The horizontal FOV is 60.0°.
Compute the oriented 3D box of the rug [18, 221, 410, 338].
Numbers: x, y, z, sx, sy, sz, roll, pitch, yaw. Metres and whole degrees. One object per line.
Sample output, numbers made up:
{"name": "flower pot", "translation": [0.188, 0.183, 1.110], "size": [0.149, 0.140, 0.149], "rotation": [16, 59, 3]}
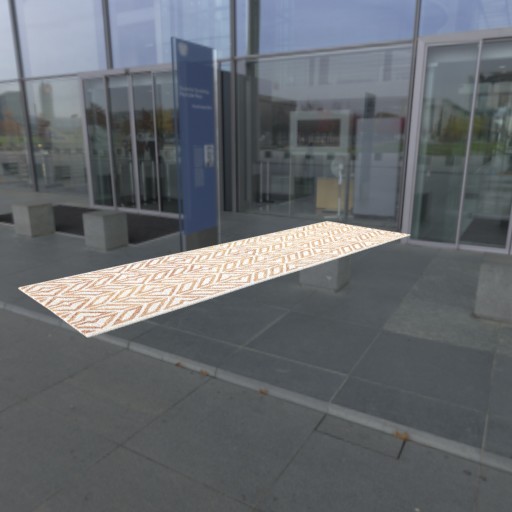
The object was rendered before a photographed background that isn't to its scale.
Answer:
{"name": "rug", "translation": [0.000, 0.000, 2.672], "size": [2.435, 0.009, 0.750], "rotation": [-14, 21, -43]}
